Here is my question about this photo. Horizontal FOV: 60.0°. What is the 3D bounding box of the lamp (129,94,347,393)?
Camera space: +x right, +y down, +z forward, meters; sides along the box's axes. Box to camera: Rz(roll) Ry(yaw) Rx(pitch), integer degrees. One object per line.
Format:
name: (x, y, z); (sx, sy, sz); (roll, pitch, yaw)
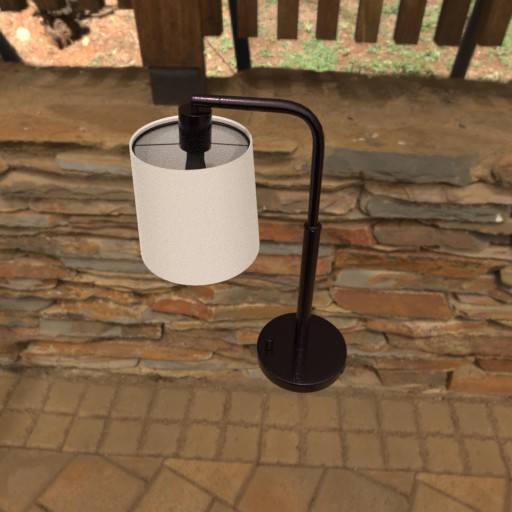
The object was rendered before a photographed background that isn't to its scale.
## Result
lamp: (0.000, 0.000, 0.664); (0.333, 0.489, 0.171); (-1, 41, -1)
